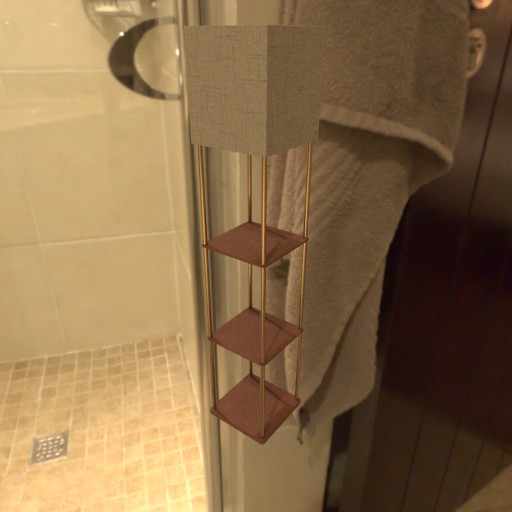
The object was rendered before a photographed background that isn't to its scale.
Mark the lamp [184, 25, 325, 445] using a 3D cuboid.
[{"bbox_3d":[0.000,0.000,1.704,0.308,1.569,0.310,19,32,33],"label":"lamp"}]
